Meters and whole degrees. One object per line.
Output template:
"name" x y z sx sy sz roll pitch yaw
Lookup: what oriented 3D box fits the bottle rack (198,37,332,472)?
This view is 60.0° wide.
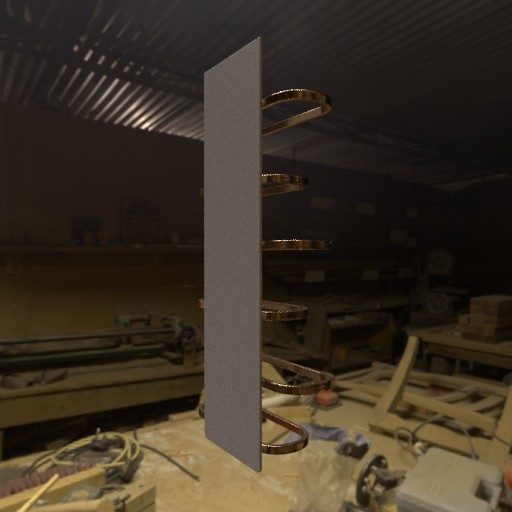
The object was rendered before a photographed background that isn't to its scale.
"bottle rack" 0.000 0.000 0.826 0.118 0.709 0.332 0 1 -36
